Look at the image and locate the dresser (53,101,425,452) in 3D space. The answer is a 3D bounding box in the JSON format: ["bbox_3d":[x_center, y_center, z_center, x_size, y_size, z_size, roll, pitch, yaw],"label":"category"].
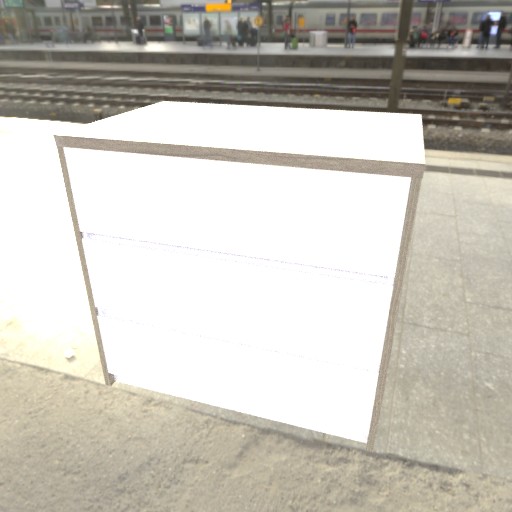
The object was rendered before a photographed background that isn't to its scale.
[{"bbox_3d":[0.000,0.000,1.308,0.809,0.762,0.529,8,29,16],"label":"dresser"}]
